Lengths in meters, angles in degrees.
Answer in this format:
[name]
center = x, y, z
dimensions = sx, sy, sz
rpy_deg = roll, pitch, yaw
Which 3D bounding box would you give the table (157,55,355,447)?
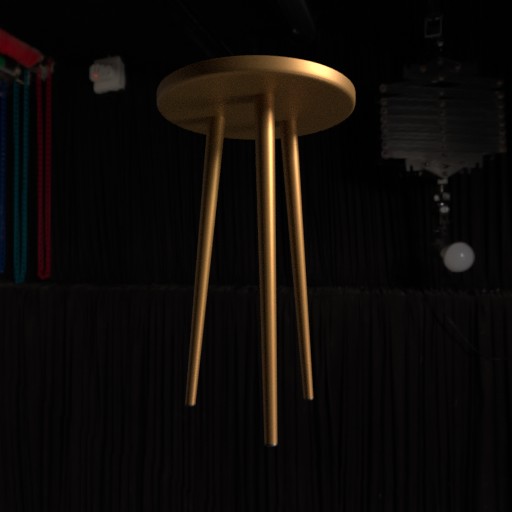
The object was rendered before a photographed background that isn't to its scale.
[table]
center = 0.000, 0.000, 0.680
dimensions = 0.299, 0.480, 0.299
rpy_deg = 0, -1, 18
